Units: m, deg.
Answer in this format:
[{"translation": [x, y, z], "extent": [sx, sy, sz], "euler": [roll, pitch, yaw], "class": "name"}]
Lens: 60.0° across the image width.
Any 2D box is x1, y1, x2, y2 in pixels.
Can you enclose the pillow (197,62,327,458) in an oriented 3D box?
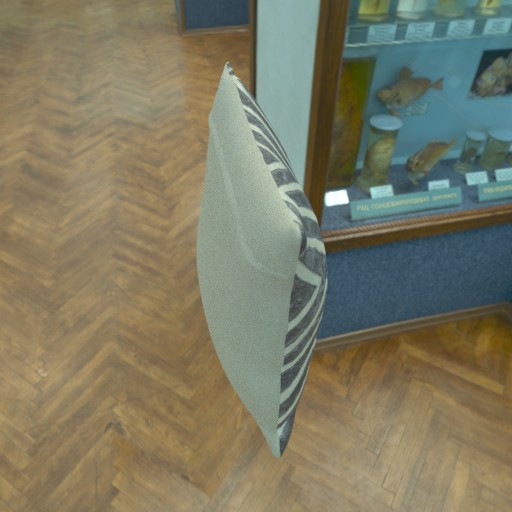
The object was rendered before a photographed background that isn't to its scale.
[{"translation": [0.000, 0.000, 0.679], "extent": [0.182, 0.441, 0.440], "euler": [-8, 44, -8], "class": "pillow"}]
